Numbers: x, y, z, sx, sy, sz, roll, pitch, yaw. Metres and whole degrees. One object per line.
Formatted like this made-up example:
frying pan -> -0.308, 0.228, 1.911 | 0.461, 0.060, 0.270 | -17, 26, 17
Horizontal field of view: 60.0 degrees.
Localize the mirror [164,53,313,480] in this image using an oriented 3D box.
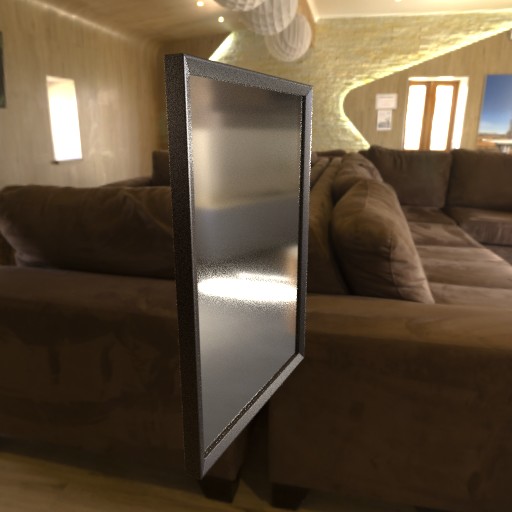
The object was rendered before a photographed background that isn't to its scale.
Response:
mirror -> 0.000, 0.000, 0.930 | 0.039, 0.710, 0.507 | 8, 17, 26
